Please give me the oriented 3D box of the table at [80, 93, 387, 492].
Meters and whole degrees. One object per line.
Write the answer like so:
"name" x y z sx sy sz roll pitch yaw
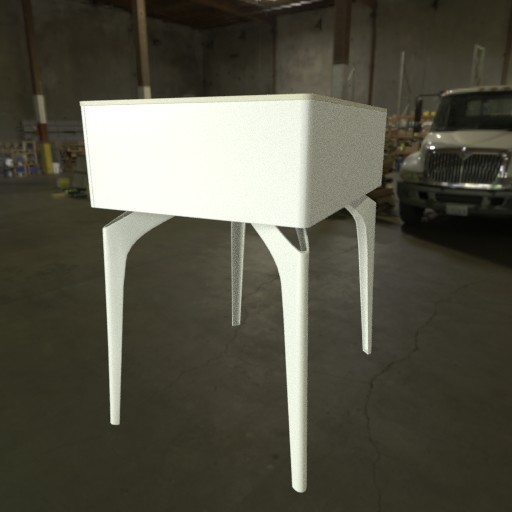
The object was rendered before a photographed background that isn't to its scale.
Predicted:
"table" 0.000 0.000 0.889 0.400 0.570 0.500 8 18 25
